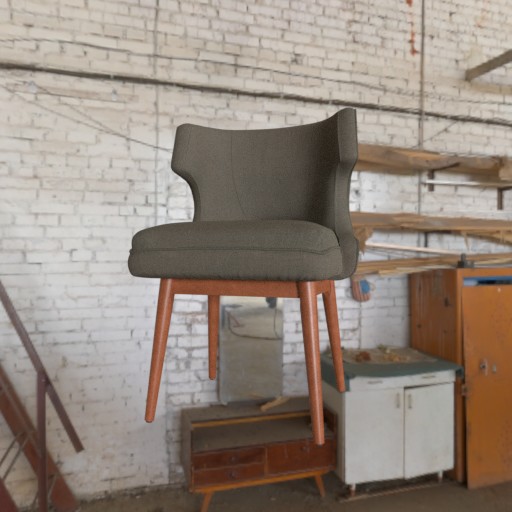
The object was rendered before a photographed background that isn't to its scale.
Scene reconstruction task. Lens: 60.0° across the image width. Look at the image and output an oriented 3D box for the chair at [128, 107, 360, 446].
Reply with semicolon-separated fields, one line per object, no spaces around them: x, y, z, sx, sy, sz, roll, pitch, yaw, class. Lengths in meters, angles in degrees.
0.000;0.000;1.282;0.595;0.863;0.581;0;1;18;chair
